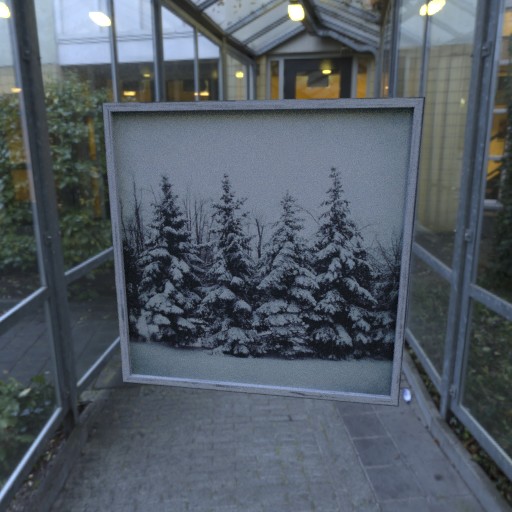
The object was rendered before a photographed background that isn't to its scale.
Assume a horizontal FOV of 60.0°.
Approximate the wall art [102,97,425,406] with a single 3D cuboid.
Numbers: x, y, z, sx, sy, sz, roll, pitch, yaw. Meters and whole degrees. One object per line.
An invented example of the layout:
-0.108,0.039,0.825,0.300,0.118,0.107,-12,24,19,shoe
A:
0.000,0.000,0.763,0.506,0.506,0.038,2,14,9,wall art
